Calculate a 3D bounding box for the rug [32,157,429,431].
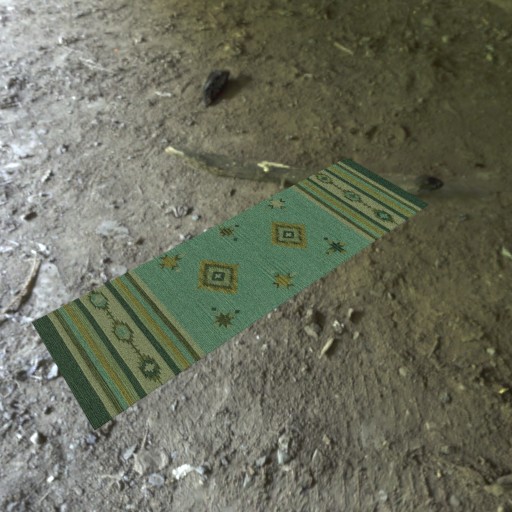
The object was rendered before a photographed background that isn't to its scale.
[{"bbox_3d":[0.000,0.000,2.673,2.441,0.010,0.744,-31,53,-27],"label":"rug"}]
